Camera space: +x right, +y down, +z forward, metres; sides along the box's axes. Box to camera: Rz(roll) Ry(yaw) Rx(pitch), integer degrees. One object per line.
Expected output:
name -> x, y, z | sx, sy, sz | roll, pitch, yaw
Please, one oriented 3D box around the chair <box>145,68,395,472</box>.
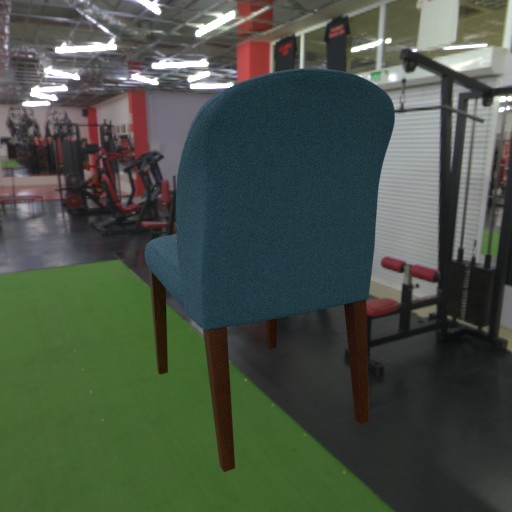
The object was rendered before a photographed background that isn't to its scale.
chair -> 0.000, 0.000, 1.229 | 0.507, 0.879, 0.620 | -7, 15, -26
